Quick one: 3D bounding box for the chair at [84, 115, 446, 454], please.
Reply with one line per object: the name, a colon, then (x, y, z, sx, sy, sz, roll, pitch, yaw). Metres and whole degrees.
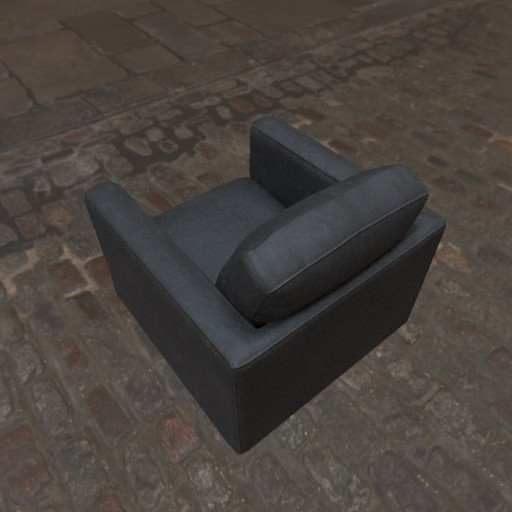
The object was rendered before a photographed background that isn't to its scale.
chair: (0.000, 0.000, 1.567, 0.831, 0.898, 0.879, -30, 53, -25)
